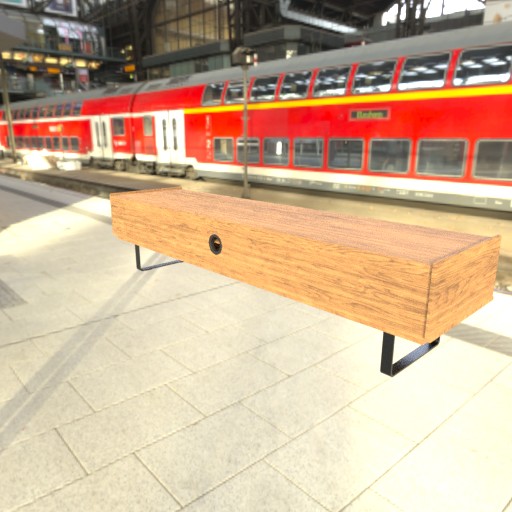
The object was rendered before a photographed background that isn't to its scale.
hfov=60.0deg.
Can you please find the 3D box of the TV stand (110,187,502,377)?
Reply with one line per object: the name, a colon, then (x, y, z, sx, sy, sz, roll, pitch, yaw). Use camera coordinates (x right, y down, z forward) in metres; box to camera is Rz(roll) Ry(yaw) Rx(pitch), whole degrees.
TV stand: (0.000, 0.000, 1.939, 0.467, 0.415, 1.796, -14, 21, -42)
